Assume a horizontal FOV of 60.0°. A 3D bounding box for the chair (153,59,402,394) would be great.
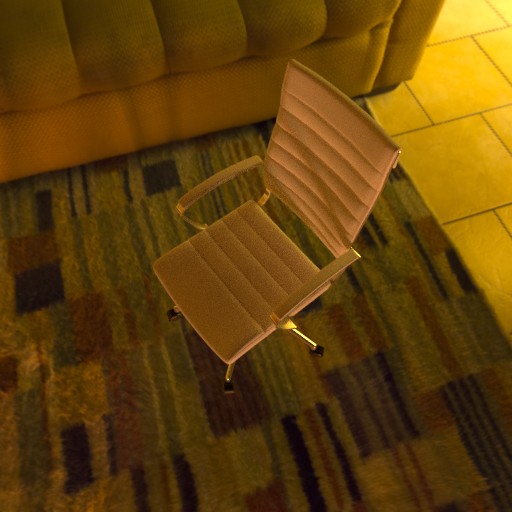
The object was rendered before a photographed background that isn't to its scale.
[{"bbox_3d":[0.000,0.000,1.658,0.739,1.149,0.766,-36,69,-16],"label":"chair"}]
